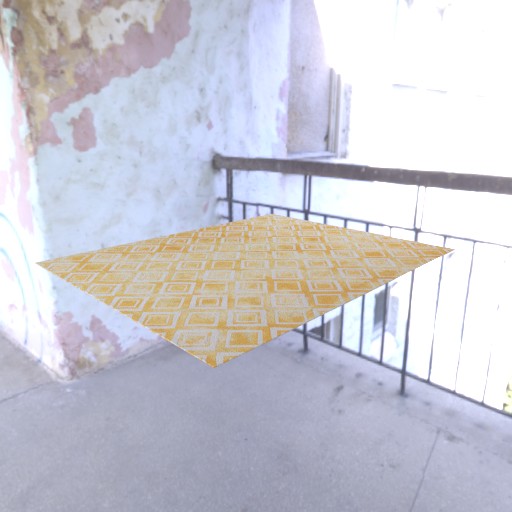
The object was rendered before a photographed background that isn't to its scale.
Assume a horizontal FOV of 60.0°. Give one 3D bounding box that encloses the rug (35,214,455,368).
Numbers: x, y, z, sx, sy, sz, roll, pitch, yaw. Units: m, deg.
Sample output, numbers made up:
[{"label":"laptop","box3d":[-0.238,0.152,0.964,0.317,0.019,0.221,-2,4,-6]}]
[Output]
[{"label":"rug","box3d":[0.000,0.000,4.073,2.433,0.011,3.037,16,23,42]}]
